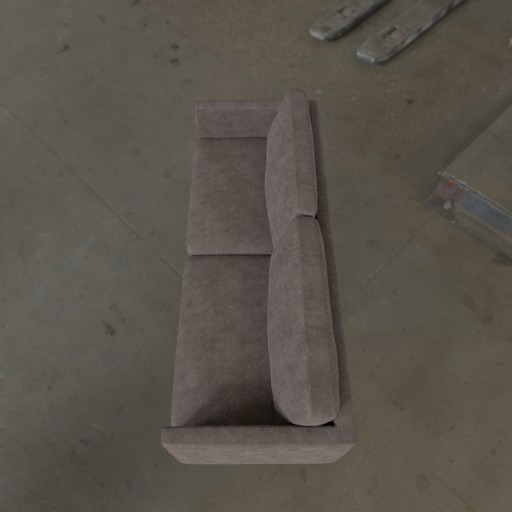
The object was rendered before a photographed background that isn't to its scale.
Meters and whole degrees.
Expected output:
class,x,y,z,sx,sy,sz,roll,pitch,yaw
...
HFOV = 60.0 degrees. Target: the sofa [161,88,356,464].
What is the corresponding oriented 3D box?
class,x,y,z,sx,sy,sz,roll,pitch,yaw
sofa,0.000,0.000,2.920,0.951,0.965,2.434,0,58,0
